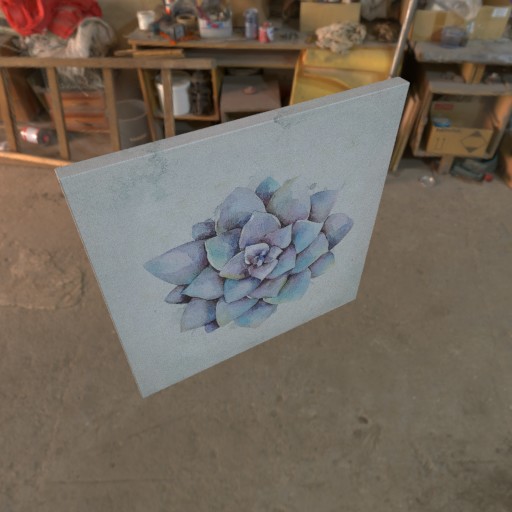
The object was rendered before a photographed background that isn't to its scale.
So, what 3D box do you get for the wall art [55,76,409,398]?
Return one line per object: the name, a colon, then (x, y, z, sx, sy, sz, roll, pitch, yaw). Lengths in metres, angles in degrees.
wall art: (0.000, 0.000, 1.140, 0.762, 0.762, 0.038, -21, 49, -20)
